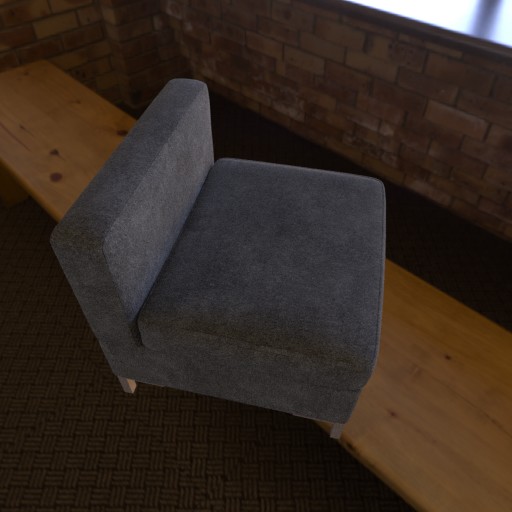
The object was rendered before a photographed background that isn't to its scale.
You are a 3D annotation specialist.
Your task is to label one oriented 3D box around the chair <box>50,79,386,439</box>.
[{"bbox_3d":[0.000,0.000,1.224,0.680,0.660,0.680,9,48,9],"label":"chair"}]
